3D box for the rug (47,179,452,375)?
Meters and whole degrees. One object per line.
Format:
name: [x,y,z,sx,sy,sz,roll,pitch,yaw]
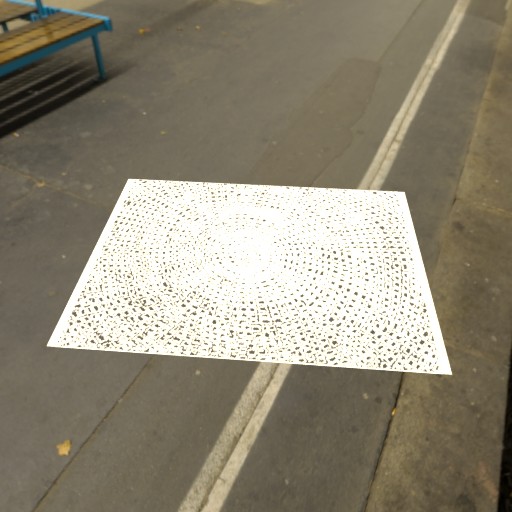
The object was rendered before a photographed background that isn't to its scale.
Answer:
rug: [0.000,0.000,2.201,1.634,0.003,1.190,3,45,3]
